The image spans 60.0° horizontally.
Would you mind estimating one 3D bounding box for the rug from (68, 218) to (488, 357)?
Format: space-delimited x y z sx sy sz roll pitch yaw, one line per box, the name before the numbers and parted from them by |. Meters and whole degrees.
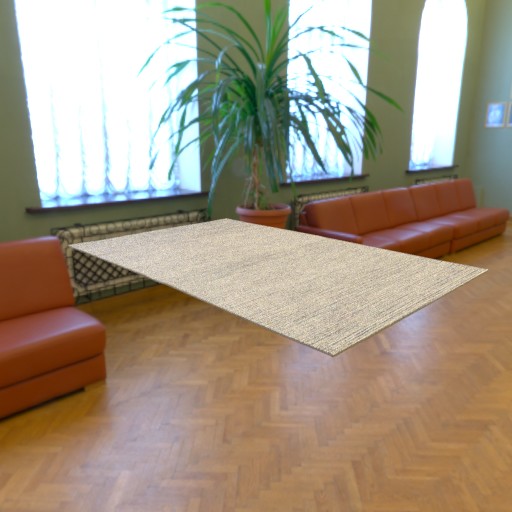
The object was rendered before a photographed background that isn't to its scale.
rug | 0.000 0.000 2.216 1.162 0.022 1.804 -14 21 -42
